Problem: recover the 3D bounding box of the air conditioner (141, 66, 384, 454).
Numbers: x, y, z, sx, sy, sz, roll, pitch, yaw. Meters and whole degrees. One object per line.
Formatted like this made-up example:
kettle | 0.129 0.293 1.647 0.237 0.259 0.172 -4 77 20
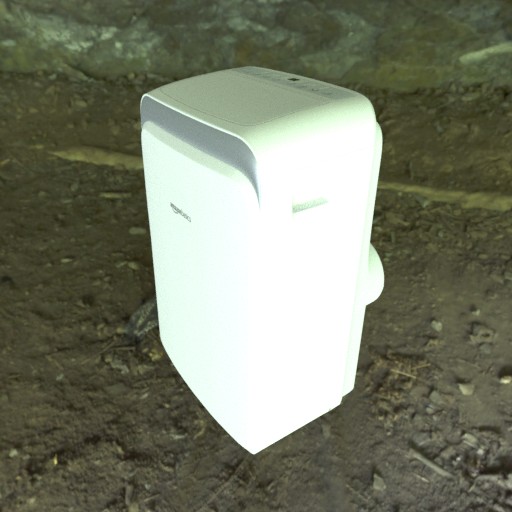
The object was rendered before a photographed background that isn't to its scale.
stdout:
air conditioner | 0.000 0.000 0.954 0.365 0.700 0.454 -21 39 -30
